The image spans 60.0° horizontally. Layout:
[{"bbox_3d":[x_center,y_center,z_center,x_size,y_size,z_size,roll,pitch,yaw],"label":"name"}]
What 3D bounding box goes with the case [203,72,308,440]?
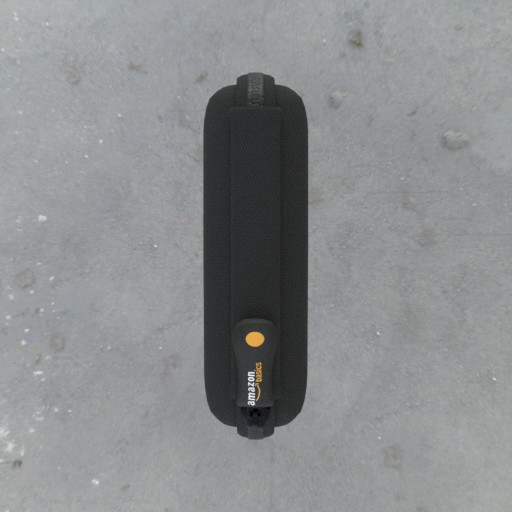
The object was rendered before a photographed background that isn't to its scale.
[{"bbox_3d":[0.000,0.000,0.185,0.038,0.105,0.132,0,91,0],"label":"case"}]
